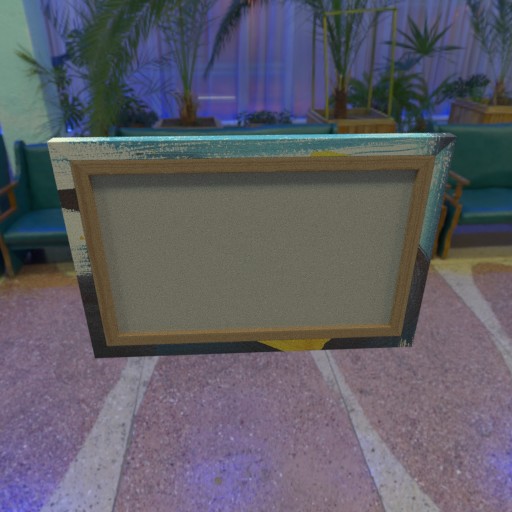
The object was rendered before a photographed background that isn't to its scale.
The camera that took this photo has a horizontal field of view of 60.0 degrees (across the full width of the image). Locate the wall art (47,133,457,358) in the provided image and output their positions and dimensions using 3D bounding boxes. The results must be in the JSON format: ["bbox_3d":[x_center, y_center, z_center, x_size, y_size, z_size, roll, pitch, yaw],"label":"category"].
[{"bbox_3d":[0.000,0.000,1.147,0.914,0.610,0.039,-1,28,-3],"label":"wall art"}]
